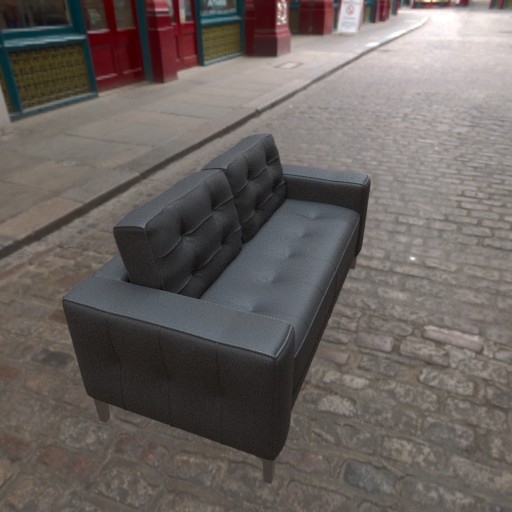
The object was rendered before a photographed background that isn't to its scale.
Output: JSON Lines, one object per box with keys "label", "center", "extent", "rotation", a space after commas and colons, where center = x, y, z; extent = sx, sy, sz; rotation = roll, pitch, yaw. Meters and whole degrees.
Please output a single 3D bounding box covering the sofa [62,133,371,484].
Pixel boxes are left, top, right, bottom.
{"label": "sofa", "center": [0.000, 0.000, 2.190], "extent": [0.833, 0.893, 1.726], "rotation": [11, 32, 19]}
